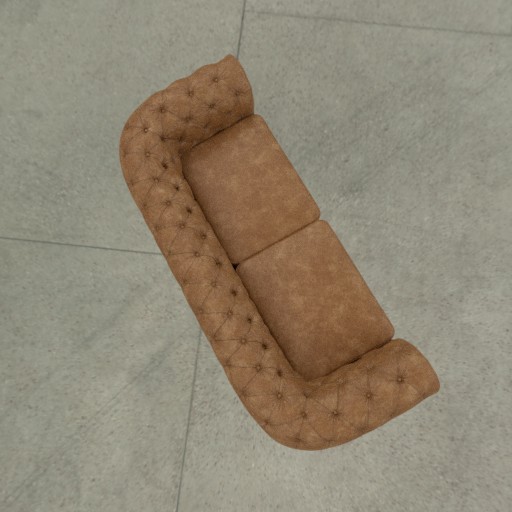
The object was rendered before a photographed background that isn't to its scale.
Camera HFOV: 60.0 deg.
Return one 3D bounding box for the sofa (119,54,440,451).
[{"bbox_3d":[0.000,0.000,2.804,0.989,0.760,2.365,-29,78,-6],"label":"sofa"}]
